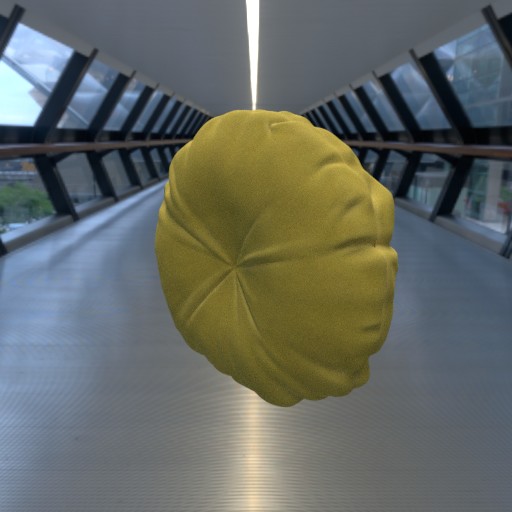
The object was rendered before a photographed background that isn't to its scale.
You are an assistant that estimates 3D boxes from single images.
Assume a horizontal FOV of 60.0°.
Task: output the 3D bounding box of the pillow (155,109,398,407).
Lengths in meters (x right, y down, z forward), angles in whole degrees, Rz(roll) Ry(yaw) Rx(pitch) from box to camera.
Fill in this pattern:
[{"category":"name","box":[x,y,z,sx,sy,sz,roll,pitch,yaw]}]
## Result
[{"category":"pillow","box":[0.000,0.000,0.647,0.428,0.407,0.148,13,19,43]}]
